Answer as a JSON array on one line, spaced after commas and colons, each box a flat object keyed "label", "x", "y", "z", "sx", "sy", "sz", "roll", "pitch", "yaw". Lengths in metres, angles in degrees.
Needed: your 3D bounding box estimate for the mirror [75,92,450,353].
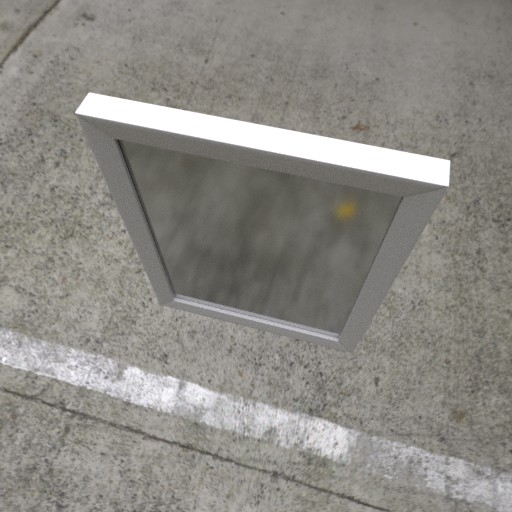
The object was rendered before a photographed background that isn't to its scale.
[{"label": "mirror", "x": 0.000, "y": 0.000, "z": 0.692, "sx": 0.405, "sy": 0.508, "sz": 0.041, "roll": 13, "pitch": 60, "yaw": 8}]
